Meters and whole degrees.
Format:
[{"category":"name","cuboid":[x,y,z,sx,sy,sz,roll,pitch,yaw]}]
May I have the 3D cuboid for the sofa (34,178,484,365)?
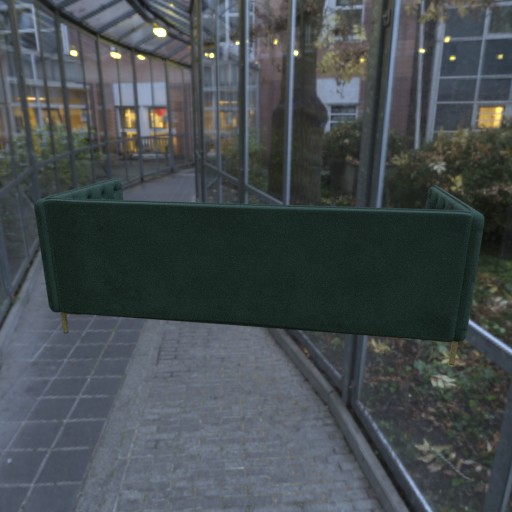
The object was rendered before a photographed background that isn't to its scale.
[{"category":"sofa","cuboid":[0.000,0.000,2.604,2.209,0.771,0.895,3,17,9]}]
